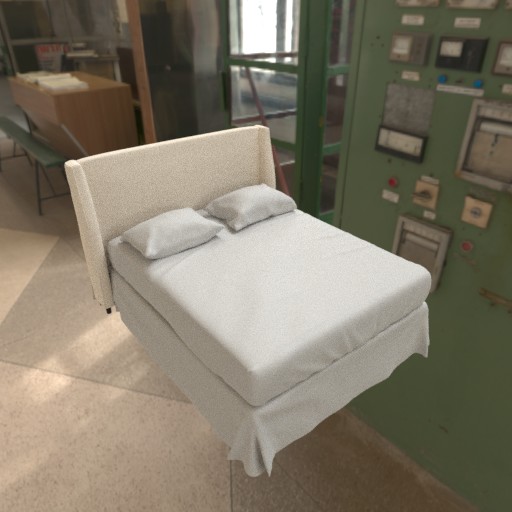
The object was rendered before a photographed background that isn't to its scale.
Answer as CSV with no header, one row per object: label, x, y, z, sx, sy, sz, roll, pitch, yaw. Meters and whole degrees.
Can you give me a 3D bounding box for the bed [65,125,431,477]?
bed,0.000,0.000,3.389,1.925,1.332,2.276,-22,36,-33
